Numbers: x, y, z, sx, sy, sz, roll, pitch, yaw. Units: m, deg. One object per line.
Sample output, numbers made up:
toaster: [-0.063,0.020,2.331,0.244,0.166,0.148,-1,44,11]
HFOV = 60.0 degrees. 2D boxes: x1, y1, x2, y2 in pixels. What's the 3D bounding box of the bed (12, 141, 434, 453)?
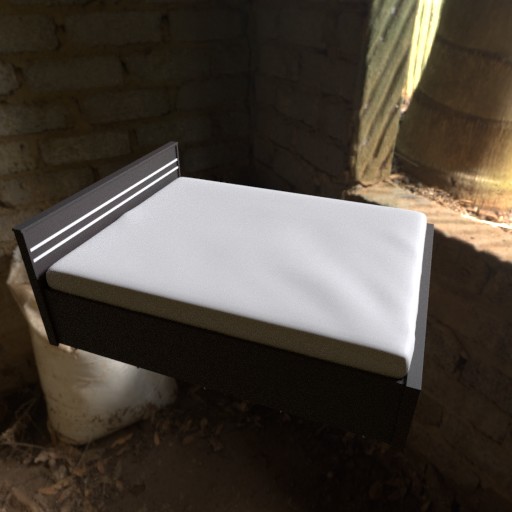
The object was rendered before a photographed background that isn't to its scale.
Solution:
bed: [0.000,0.000,2.851,2.103,0.808,1.634,11,33,18]
